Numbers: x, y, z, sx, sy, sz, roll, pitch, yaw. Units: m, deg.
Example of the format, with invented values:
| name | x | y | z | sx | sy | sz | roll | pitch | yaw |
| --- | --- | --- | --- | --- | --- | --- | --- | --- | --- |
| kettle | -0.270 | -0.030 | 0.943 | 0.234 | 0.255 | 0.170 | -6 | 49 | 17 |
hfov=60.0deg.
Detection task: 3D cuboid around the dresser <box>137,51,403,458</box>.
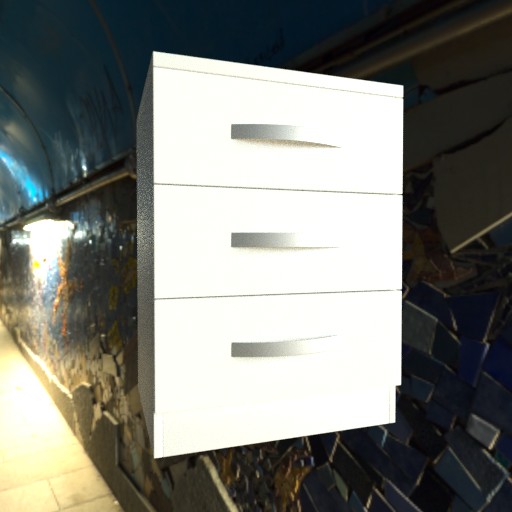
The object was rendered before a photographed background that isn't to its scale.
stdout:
| name | x | y | z | sx | sy | sz | roll | pitch | yaw |
| --- | --- | --- | --- | --- | --- | --- | --- | --- | --- |
| dresser | 0.000 | 0.000 | 0.816 | 0.400 | 0.560 | 0.360 | 0 | 1 | -19 |
